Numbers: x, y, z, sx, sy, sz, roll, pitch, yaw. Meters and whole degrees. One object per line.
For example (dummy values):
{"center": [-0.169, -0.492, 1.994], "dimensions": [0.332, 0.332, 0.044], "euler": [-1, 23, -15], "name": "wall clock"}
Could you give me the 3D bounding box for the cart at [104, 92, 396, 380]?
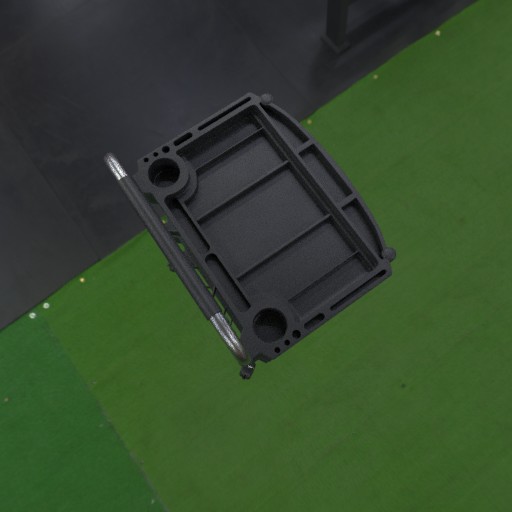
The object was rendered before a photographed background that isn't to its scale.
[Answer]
{"center": [0.000, 0.000, 1.352], "dimensions": [0.518, 1.075, 0.584], "euler": [-34, 78, -8], "name": "cart"}
